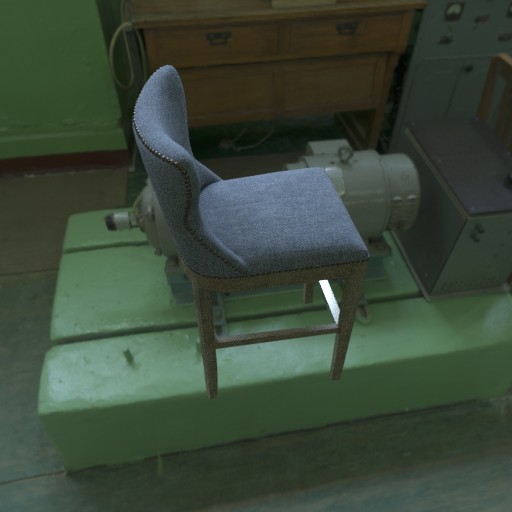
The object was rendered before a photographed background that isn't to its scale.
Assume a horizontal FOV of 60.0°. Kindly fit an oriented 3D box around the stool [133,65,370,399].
[{"bbox_3d":[0.000,0.000,1.479,0.606,1.123,0.494,-8,46,-8],"label":"stool"}]
